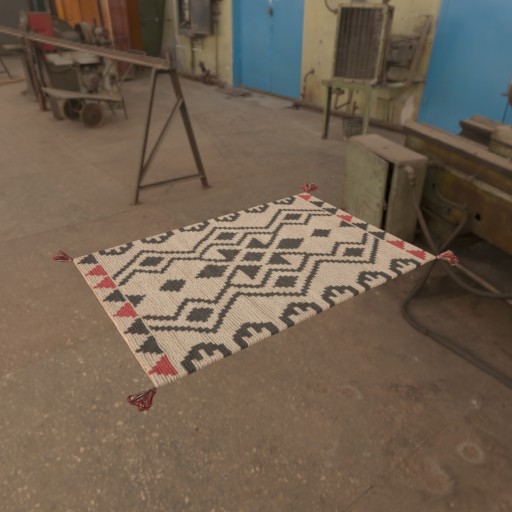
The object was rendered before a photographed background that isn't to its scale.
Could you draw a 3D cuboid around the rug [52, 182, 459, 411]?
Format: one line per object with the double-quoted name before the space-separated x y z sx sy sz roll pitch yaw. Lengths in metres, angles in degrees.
"rug" 0.000 0.000 2.661 2.069 0.067 1.444 -19 36 -29
